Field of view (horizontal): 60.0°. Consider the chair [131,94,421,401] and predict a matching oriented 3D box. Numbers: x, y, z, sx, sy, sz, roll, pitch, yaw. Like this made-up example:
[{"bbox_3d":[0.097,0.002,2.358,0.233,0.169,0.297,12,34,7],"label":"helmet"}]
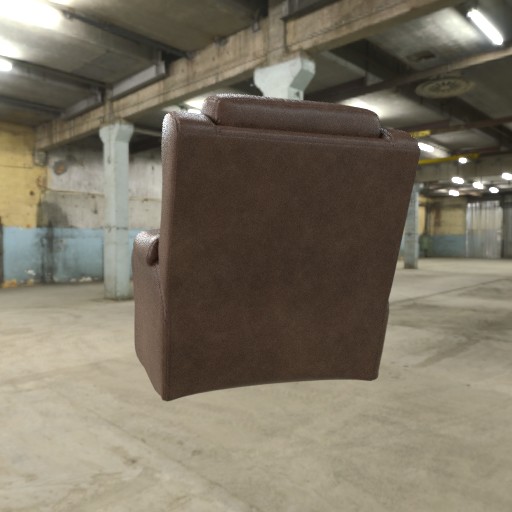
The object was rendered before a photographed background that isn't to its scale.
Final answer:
[{"bbox_3d":[0.000,0.000,1.767,0.940,0.990,1.067,0,1,-17],"label":"chair"}]
